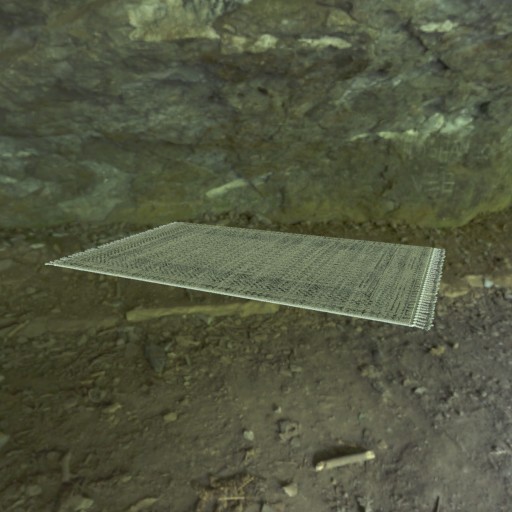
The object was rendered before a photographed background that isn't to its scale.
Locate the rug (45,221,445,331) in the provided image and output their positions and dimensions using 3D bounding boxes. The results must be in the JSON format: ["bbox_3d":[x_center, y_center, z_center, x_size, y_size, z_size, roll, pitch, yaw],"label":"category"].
[{"bbox_3d":[0.000,0.000,3.191,2.486,0.013,1.548,7,18,24],"label":"rug"}]
